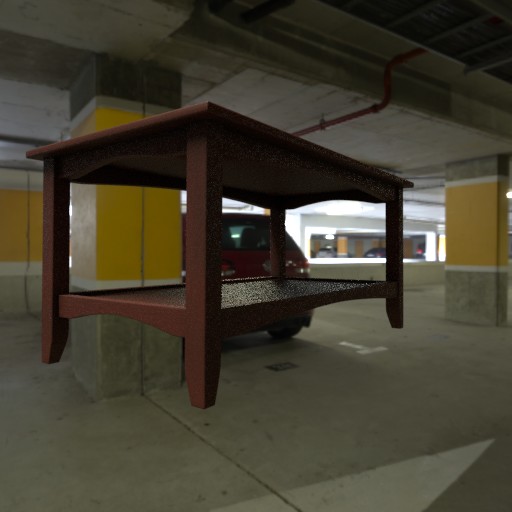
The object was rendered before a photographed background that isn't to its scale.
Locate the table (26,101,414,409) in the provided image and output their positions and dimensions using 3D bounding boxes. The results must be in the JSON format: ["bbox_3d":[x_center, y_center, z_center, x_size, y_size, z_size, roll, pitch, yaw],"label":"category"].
[{"bbox_3d":[0.000,0.000,1.172,0.533,0.456,0.943,0,1,37],"label":"table"}]
